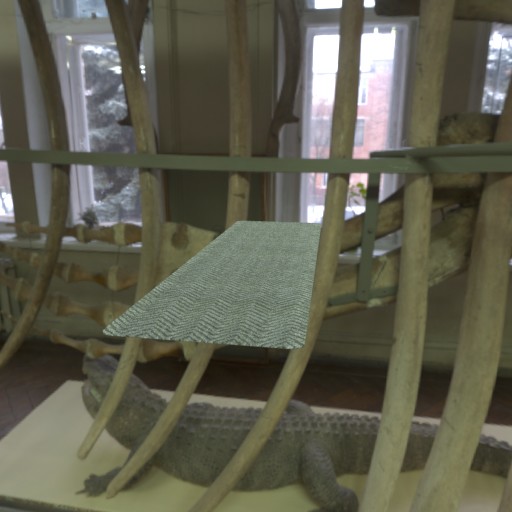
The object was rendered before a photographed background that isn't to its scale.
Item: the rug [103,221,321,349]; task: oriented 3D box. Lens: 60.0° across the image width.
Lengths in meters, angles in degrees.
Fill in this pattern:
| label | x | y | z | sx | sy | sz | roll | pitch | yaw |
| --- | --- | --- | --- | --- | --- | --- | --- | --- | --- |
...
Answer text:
| label | x | y | z | sx | sy | sz | roll | pitch | yaw |
| --- | --- | --- | --- | --- | --- | --- | --- | --- | --- |
| rug | 0.000 | 0.000 | 2.527 | 0.686 | 0.008 | 2.286 | 2 | 14 | 9 |
